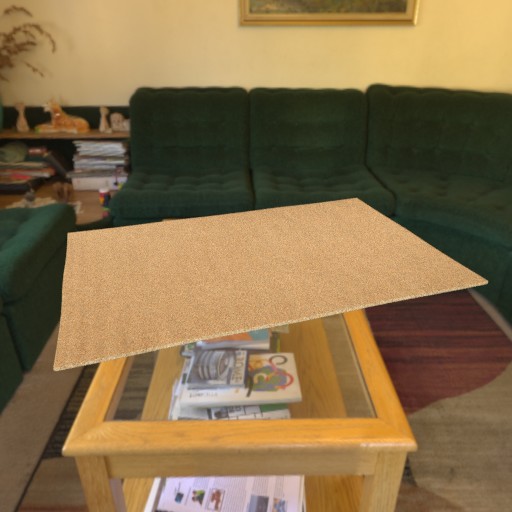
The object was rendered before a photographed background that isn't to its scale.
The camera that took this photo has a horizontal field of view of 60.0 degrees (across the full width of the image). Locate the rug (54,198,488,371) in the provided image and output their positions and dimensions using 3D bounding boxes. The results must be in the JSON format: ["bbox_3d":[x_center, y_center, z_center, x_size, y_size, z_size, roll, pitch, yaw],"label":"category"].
[{"bbox_3d":[0.000,0.000,2.882,2.346,0.025,1.500,-9,28,-16],"label":"rug"}]
